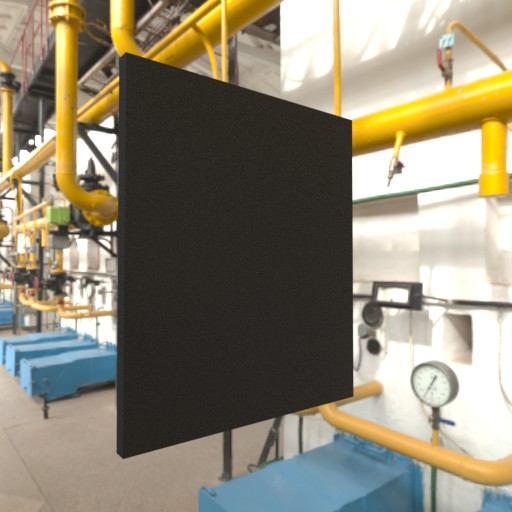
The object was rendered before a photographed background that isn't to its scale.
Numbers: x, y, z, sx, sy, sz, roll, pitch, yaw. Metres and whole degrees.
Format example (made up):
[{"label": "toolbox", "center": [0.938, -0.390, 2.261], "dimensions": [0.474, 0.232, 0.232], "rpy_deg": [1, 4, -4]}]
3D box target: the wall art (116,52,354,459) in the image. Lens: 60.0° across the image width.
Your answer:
[{"label": "wall art", "center": [0.000, 0.000, 0.688], "dimensions": [0.428, 0.505, 0.023], "rpy_deg": [1, -2, -37]}]
